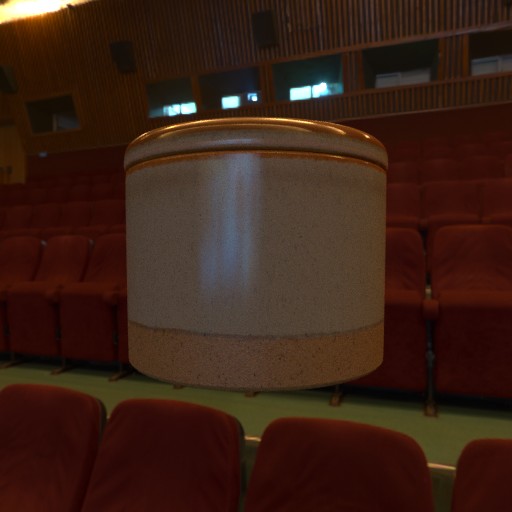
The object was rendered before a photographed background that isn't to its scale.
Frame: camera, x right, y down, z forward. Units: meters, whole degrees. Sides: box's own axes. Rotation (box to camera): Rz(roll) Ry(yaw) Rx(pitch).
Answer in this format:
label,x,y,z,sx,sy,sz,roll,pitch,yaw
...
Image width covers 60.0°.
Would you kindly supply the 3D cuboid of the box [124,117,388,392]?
label,x,y,z,sx,sy,sz,roll,pitch,yaw
box,0.000,0.000,0.215,0.123,0.100,0.123,0,0,0
